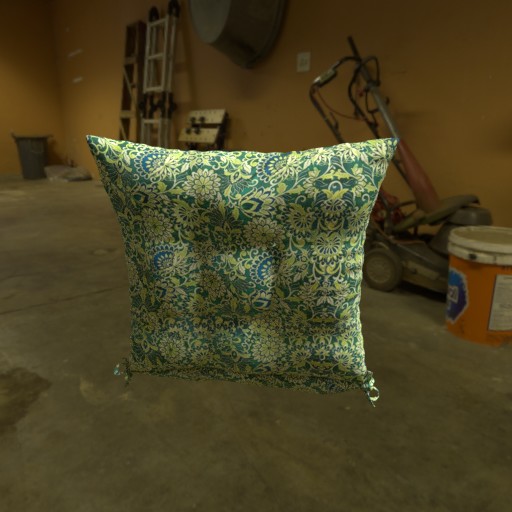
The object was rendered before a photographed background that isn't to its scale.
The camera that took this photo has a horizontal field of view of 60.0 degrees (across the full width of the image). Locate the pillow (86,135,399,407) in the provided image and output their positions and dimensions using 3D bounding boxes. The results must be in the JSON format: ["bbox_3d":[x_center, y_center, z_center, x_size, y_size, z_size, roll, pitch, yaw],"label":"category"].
[{"bbox_3d":[0.000,0.000,1.008,0.541,0.536,0.585,2,16,7],"label":"pillow"}]
